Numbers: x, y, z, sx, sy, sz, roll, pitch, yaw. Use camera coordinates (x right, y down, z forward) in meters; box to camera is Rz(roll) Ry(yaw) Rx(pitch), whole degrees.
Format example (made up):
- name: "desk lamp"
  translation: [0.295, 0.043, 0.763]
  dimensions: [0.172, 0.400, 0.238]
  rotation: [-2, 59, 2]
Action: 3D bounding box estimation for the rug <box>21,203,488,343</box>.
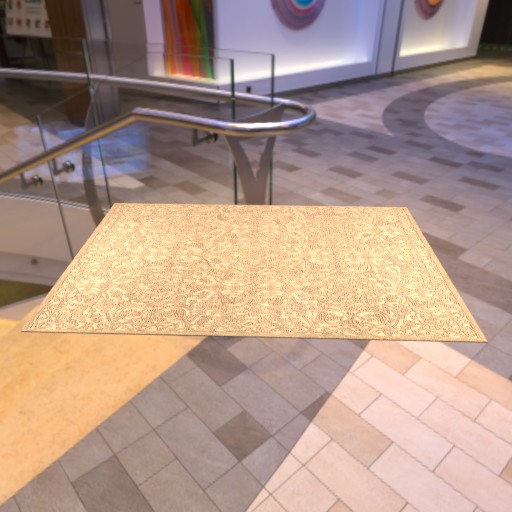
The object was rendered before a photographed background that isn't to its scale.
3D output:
- name: "rug"
  translation: [0.000, 0.000, 2.255]
  dimensions: [1.827, 0.006, 1.221]
  rotation: [1, 31, 2]
